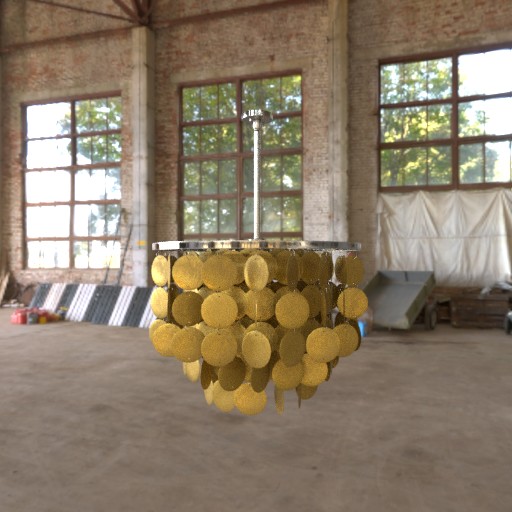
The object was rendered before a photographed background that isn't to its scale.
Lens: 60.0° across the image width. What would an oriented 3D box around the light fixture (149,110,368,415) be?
[{"bbox_3d":[0.000,0.000,0.766,0.368,0.492,0.368,0,0,0],"label":"light fixture"}]
